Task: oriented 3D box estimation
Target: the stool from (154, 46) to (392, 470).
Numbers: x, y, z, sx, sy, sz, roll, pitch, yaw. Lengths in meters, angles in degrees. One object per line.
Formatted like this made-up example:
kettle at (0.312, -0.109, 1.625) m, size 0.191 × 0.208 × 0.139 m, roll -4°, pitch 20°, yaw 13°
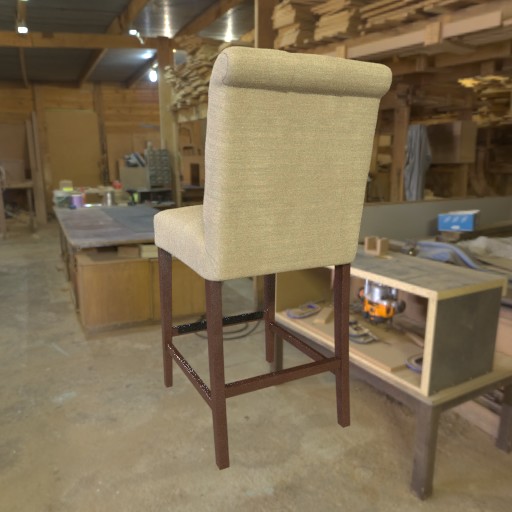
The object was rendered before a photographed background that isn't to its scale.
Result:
stool at (0.000, 0.000, 1.407) m, size 0.486 × 1.084 × 0.660 m, roll -7°, pitch 14°, yaw -27°
